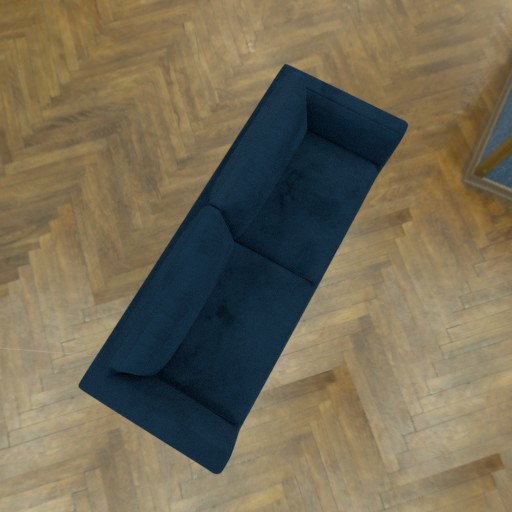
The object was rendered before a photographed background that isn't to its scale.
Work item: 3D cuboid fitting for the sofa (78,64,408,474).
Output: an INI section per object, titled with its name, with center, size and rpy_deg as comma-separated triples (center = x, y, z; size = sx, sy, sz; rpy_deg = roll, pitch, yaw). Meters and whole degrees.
[sofa]
center = 0.000, 0.000, 2.672
size = 0.853, 0.998, 2.212
rpy_deg = 29, 77, 7
